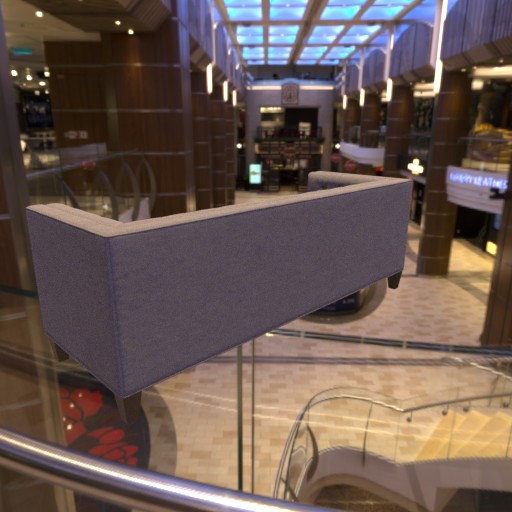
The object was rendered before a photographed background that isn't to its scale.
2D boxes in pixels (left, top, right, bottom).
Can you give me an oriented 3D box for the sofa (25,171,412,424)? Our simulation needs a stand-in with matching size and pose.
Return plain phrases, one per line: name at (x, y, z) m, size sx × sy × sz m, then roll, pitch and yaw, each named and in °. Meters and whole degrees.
sofa at (0.000, 0.000, 2.556) m, size 2.159 × 0.762 × 0.775 m, roll -16°, pitch 23°, yaw -42°
